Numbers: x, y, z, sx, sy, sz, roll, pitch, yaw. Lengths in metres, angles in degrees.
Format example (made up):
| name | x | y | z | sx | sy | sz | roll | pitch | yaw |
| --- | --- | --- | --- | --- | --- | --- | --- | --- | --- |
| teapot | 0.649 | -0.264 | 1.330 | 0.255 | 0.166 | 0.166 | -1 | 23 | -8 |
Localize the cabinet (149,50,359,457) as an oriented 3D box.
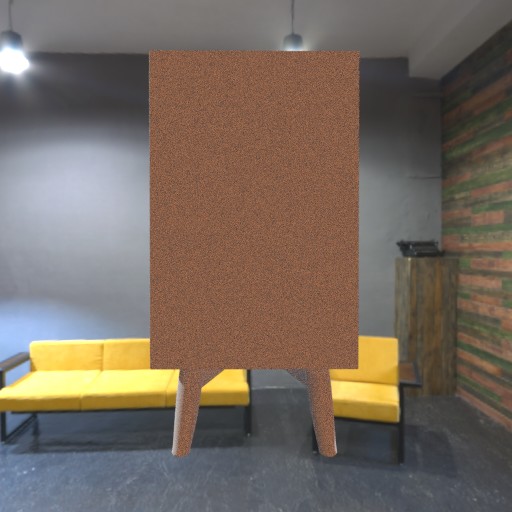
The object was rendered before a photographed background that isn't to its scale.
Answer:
| name | x | y | z | sx | sy | sz | roll | pitch | yaw |
| --- | --- | --- | --- | --- | --- | --- | --- | --- | --- |
| cabinet | 0.000 | 0.000 | 1.215 | 0.398 | 0.761 | 0.800 | 0 | 1 | 0 |
